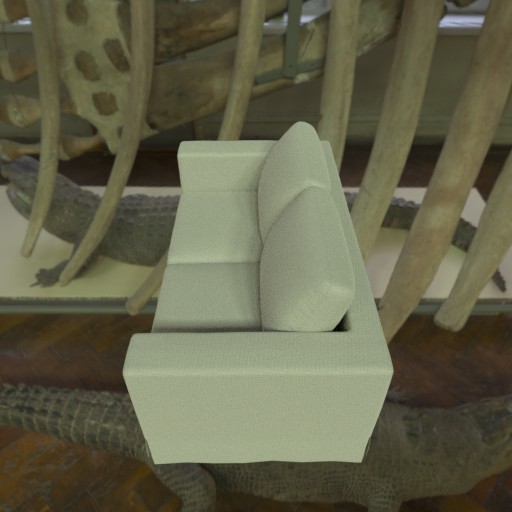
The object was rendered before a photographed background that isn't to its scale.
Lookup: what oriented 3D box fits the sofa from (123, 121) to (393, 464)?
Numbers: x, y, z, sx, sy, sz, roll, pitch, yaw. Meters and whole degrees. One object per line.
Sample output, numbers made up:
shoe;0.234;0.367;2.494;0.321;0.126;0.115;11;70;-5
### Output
sofa;0.000;0.000;2.400;1.009;0.932;1.813;0;41;0
